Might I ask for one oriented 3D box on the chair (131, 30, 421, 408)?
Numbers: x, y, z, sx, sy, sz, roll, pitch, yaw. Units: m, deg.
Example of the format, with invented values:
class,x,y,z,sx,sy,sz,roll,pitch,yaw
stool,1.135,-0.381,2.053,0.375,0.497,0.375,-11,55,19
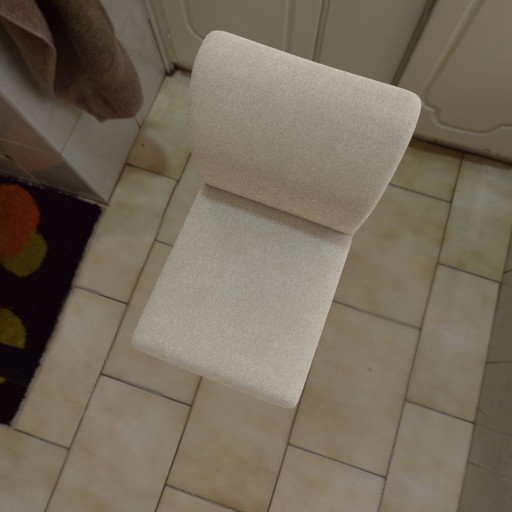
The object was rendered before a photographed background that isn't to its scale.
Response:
class,x,y,z,sx,sy,sz,roll,pitch,yaw
chair,0.000,0.000,1.299,0.521,0.833,0.754,20,76,5
